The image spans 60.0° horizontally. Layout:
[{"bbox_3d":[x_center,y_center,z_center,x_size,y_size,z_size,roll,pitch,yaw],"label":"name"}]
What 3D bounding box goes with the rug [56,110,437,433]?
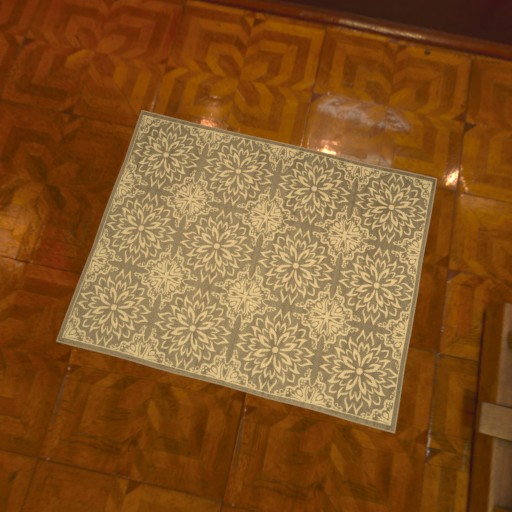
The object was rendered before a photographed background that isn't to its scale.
[{"bbox_3d":[0.000,0.000,4.051,2.980,0.012,2.363,14,75,4],"label":"rug"}]
